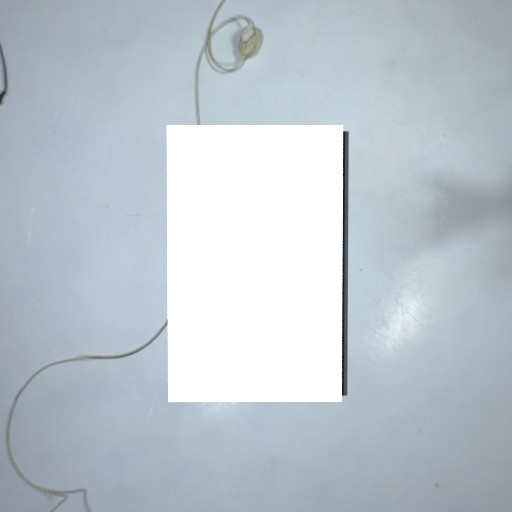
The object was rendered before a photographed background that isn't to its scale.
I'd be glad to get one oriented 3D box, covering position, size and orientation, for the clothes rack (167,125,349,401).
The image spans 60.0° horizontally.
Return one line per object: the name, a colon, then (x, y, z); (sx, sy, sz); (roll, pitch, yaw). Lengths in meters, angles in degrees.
clothes rack: (0.000, 0.000, 1.396); (0.330, 1.187, 0.500); (0, 92, 0)
